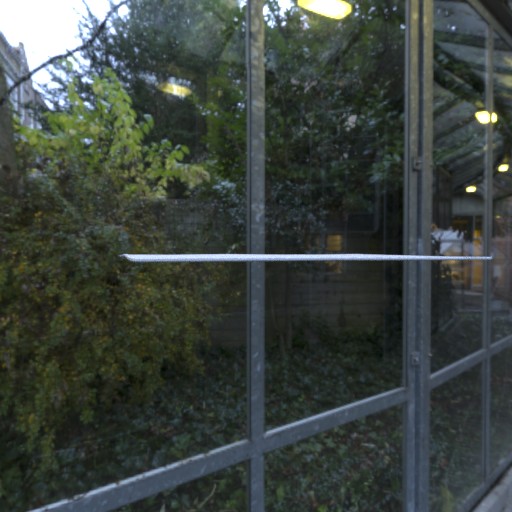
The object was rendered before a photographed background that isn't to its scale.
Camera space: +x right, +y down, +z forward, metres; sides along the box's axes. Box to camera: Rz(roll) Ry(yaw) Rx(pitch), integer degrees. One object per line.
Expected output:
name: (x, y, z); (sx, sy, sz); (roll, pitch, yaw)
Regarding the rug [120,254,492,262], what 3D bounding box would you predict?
rug: (0.000, 0.000, 4.286); (2.467, 0.046, 3.245); (0, 1, -18)
